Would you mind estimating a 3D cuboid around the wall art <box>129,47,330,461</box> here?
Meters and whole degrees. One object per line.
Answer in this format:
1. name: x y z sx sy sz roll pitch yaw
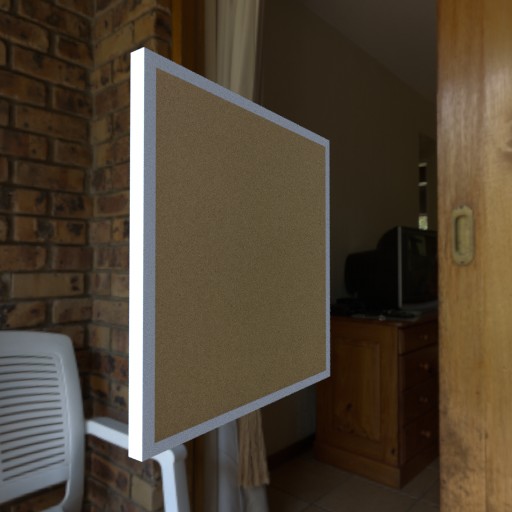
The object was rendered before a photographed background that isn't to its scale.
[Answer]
1. wall art: 0.000 0.000 1.134 0.038 0.761 0.763 -1 -1 36
